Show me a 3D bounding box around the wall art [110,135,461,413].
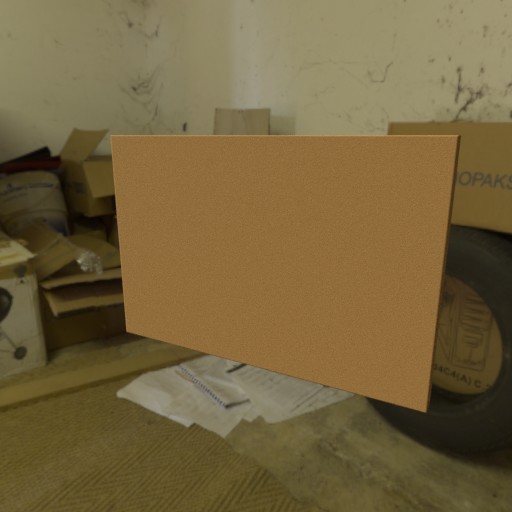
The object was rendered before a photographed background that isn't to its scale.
[{"bbox_3d":[0.000,0.000,0.776,0.609,0.407,0.039,8,17,27],"label":"wall art"}]
